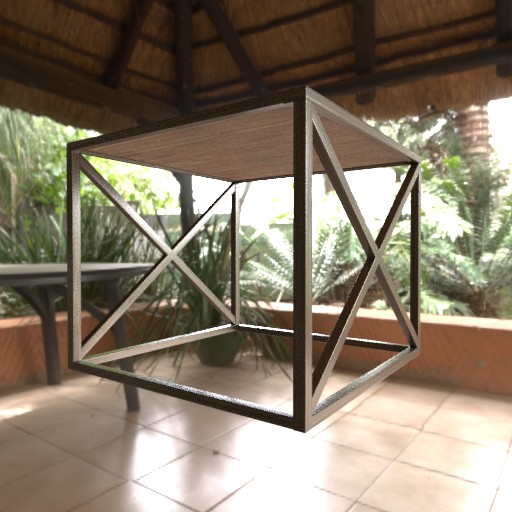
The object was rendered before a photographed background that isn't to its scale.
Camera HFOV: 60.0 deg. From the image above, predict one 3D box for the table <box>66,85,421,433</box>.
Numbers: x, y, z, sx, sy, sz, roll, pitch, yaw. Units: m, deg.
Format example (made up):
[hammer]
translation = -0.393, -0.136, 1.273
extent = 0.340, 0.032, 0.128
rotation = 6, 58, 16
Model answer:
[table]
translation = 0.000, 0.000, 1.069
extent = 0.609, 0.507, 0.611
rotation = 1, 1, 35
